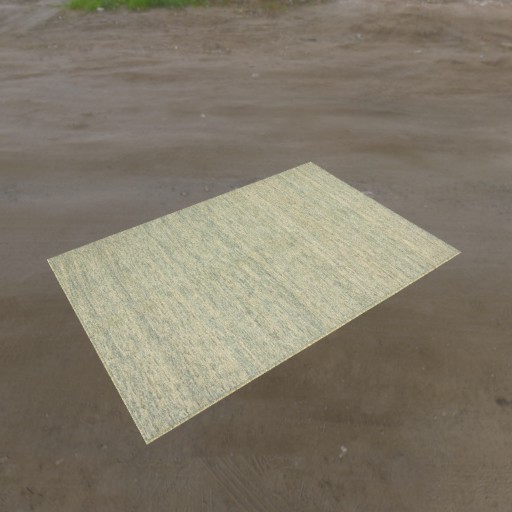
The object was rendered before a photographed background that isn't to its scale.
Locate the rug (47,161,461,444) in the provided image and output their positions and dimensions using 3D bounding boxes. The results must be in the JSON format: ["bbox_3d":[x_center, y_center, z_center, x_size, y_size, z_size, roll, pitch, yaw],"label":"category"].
[{"bbox_3d":[0.000,0.000,2.388,1.850,0.015,1.250,-25,46,-26],"label":"rug"}]
